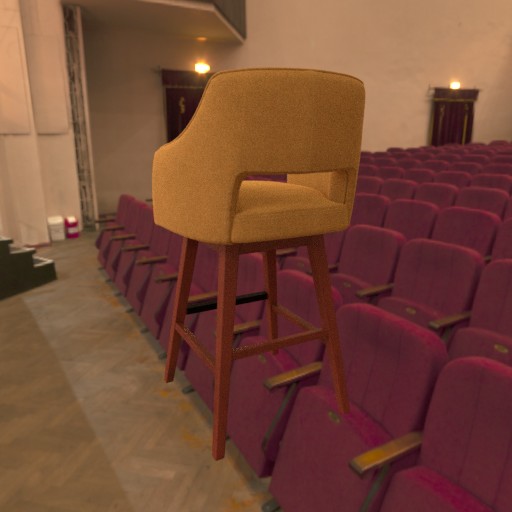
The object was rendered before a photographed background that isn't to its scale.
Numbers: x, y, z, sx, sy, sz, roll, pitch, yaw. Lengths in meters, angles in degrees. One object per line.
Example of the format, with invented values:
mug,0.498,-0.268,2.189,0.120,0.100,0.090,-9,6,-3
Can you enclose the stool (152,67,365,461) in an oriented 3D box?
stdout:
stool,0.000,0.000,1.368,0.548,1.012,0.558,-8,17,-27
